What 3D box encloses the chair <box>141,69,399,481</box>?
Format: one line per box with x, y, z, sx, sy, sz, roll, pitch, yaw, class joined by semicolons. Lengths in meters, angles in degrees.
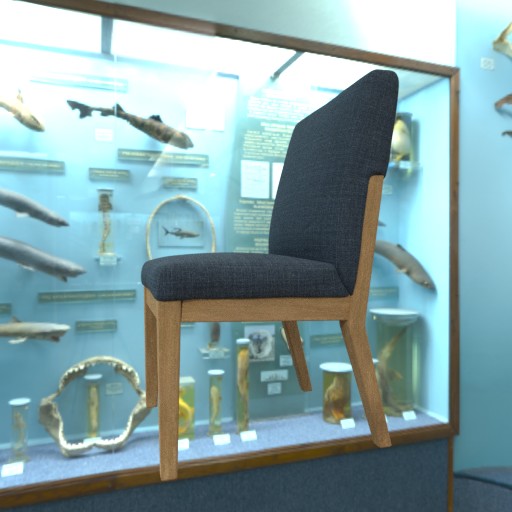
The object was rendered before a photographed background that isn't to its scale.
0.000;0.000;1.205;0.586;0.911;0.507;0;0;-18;chair
